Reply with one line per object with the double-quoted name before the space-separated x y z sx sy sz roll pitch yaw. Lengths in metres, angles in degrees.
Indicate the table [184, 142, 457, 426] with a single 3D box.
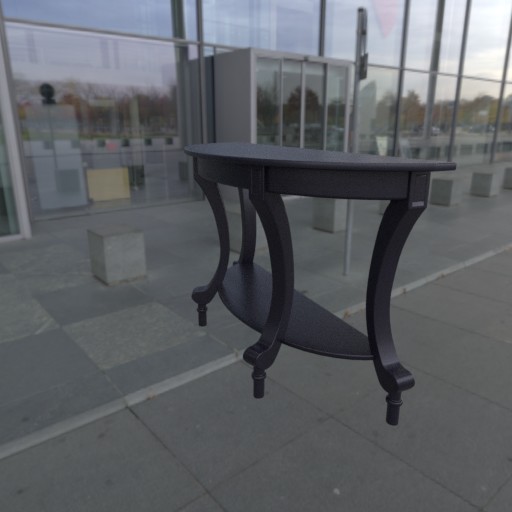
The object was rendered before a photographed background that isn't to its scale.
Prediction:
"table" 0.000 0.000 1.489 0.394 0.692 1.198 -7 18 -24
